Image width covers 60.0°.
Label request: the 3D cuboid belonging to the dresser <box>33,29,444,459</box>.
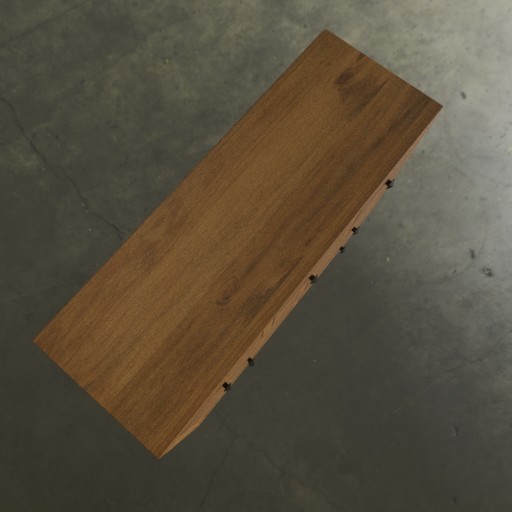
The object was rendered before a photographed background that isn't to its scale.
[{"bbox_3d":[0.000,0.000,1.629,0.479,0.825,1.261,38,78,10],"label":"dresser"}]
